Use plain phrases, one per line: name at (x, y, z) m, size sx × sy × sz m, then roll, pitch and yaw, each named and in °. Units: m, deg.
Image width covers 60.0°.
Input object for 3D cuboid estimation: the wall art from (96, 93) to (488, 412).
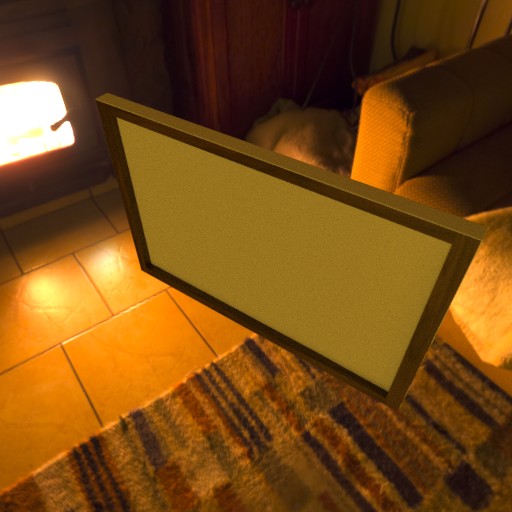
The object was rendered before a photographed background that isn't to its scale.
wall art at (0.000, 0.000, 1.407) m, size 1.138 × 0.761 × 0.051 m, roll 25°, pitch 50°, yaw 23°
